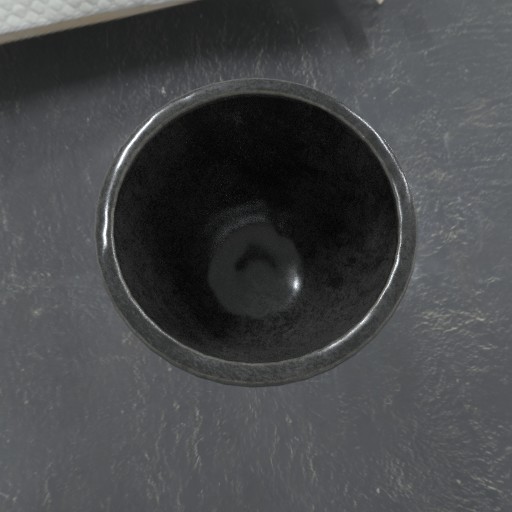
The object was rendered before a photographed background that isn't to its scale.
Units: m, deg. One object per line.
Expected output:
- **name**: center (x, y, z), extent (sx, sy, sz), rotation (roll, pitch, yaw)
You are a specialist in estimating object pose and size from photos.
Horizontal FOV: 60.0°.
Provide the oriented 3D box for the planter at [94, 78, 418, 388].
- **planter**: center (0.000, 0.000, 0.249), extent (0.140, 0.129, 0.140), rotation (0, 75, 0)
